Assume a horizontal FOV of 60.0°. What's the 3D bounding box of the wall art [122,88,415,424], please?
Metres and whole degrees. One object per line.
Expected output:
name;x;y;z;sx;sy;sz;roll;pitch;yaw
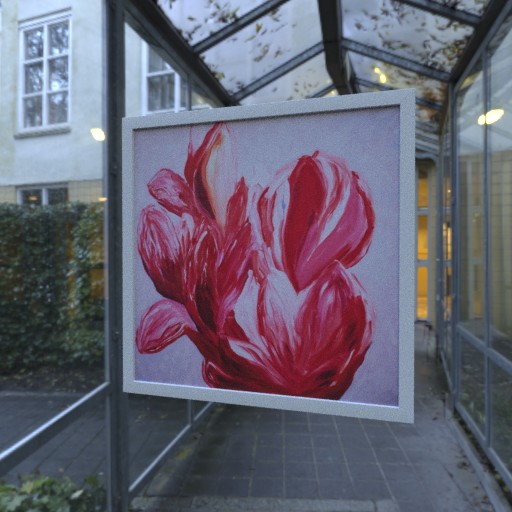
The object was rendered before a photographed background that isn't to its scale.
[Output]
wall art;0.000;0.000;0.676;0.455;0.453;0.023;0;1;17
